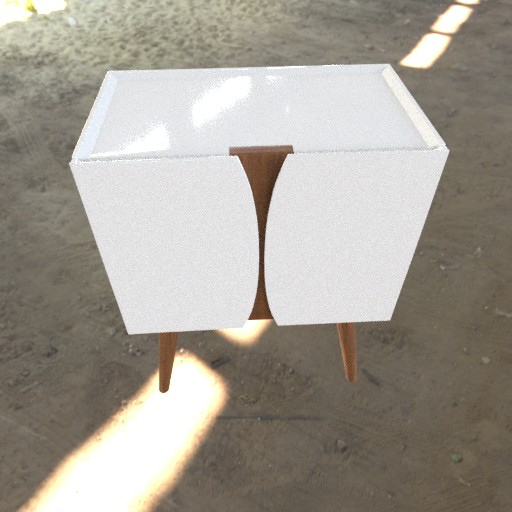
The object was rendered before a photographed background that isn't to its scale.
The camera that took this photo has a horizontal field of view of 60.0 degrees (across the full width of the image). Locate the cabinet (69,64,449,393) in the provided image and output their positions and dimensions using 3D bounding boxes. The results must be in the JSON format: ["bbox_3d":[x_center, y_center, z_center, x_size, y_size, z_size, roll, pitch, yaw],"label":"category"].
[{"bbox_3d":[0.000,0.000,1.076,0.591,0.772,0.344,-3,45,-3],"label":"cabinet"}]
